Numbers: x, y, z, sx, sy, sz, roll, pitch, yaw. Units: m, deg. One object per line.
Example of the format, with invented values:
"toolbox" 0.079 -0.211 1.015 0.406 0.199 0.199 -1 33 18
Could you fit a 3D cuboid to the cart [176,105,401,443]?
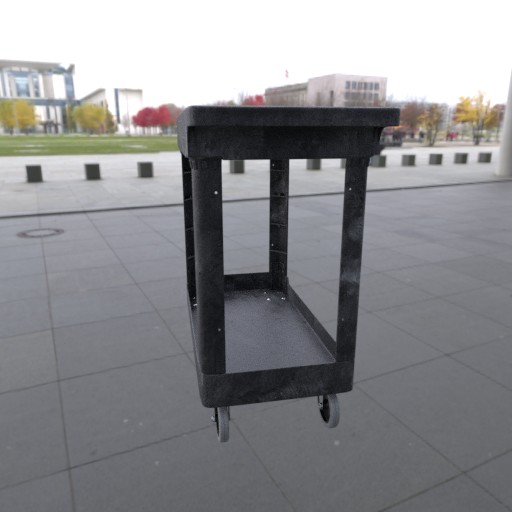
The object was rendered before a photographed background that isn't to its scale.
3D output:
"cart" 0.000 0.000 1.350 0.420 0.824 0.877 -3 16 -11
